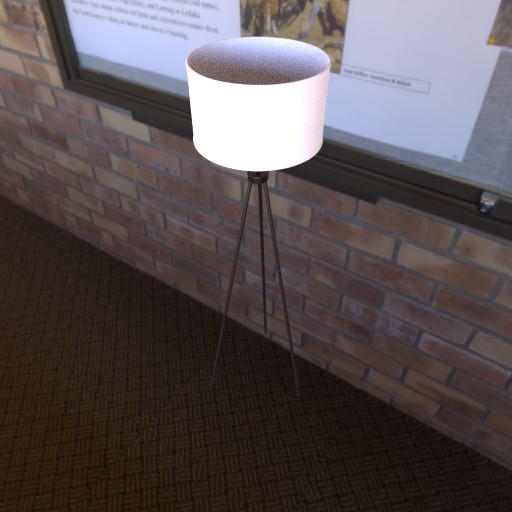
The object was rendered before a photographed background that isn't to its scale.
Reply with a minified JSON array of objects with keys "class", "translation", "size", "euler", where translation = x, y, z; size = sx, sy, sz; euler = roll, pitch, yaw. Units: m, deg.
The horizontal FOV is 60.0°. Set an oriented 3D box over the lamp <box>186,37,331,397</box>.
[{"class":"lamp","translation":[0.000,0.000,1.785],"size":[0.448,1.545,0.458],"euler":[1,42,2]}]
